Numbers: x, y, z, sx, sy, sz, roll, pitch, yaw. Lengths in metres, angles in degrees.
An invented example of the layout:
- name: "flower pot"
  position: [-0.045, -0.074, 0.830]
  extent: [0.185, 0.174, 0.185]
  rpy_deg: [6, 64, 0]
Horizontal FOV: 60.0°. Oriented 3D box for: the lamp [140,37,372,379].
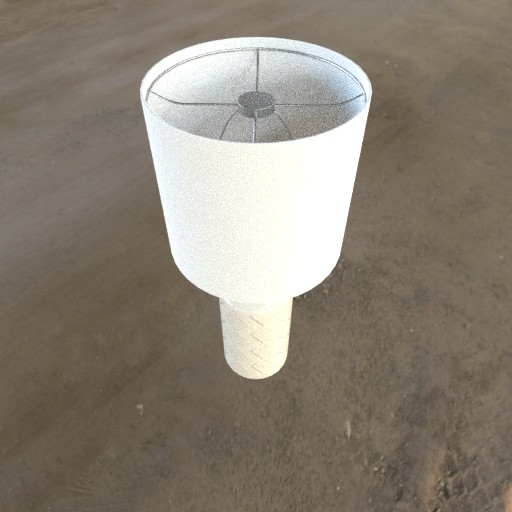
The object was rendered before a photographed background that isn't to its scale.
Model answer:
- name: "lamp"
  position: [0.000, 0.000, 0.568]
  extent: [0.207, 0.461, 0.207]
  rpy_deg: [1, 47, 1]
